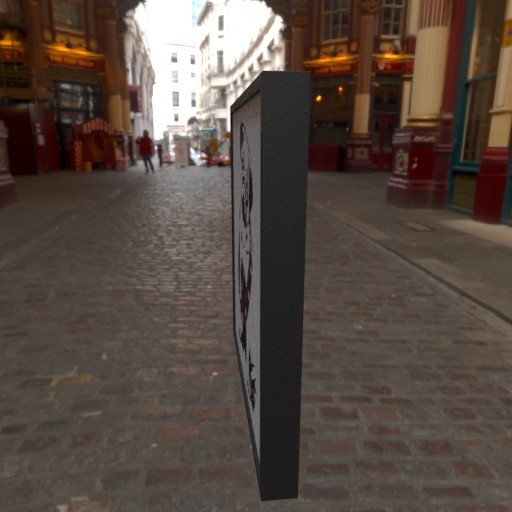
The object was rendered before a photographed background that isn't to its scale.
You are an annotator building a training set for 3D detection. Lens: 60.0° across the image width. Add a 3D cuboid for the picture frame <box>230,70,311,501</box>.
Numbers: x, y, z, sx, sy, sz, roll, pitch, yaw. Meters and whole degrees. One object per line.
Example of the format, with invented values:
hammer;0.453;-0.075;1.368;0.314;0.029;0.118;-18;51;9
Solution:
picture frame;0.000;0.000;0.463;0.030;0.317;0.317;-2;15;-7
